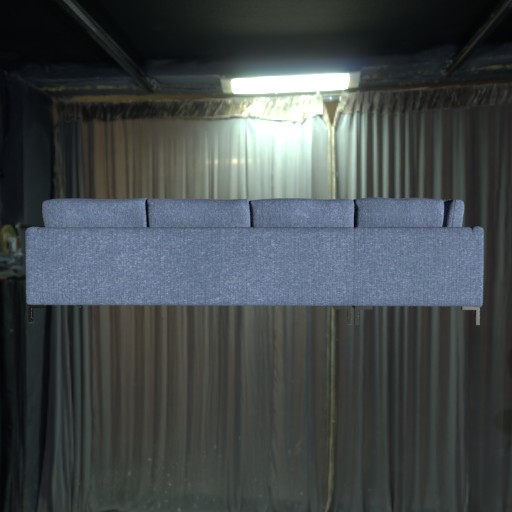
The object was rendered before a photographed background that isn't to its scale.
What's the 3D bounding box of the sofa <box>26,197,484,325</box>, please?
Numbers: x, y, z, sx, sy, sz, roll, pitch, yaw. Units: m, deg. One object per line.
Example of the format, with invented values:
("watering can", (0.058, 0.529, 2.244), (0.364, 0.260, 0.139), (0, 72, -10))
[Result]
("sofa", (0.000, 0.000, 3.781), (2.949, 0.815, 2.007), (0, 2, 1))
